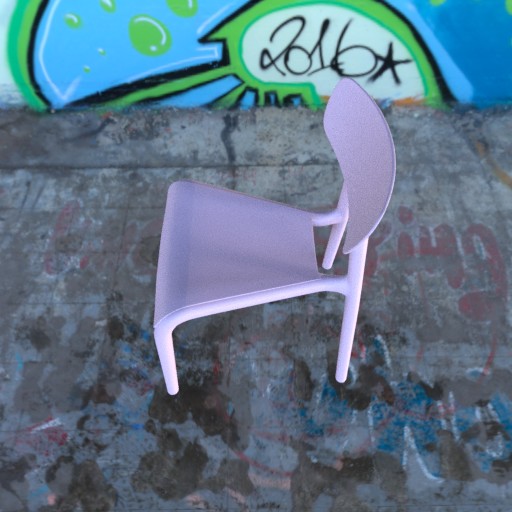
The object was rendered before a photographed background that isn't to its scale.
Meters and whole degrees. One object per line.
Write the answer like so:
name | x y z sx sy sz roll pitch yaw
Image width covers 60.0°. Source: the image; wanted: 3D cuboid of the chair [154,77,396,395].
chair | 0.000 0.000 0.835 0.401 0.580 0.356 -1 58 -1
